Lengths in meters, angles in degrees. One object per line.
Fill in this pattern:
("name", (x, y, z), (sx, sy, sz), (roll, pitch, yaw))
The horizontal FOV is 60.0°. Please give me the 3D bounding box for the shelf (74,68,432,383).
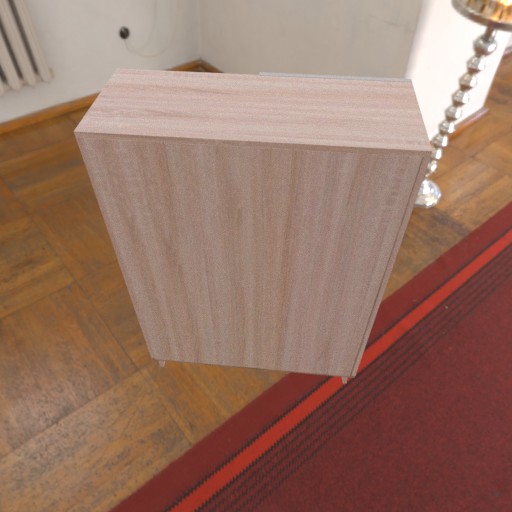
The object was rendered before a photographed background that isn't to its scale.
("shelf", (0.000, 0.000, 1.882), (0.995, 1.405, 0.434), (4, 48, 4))
